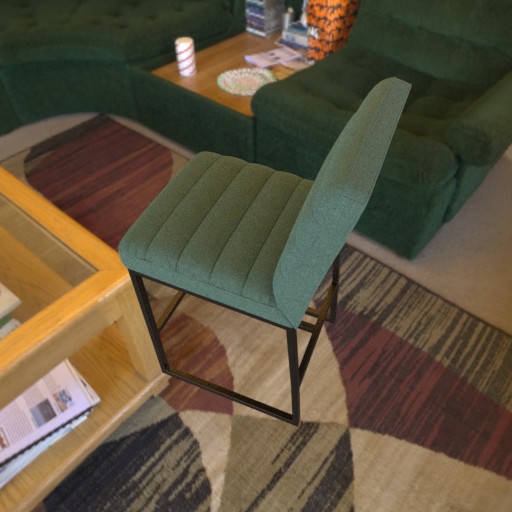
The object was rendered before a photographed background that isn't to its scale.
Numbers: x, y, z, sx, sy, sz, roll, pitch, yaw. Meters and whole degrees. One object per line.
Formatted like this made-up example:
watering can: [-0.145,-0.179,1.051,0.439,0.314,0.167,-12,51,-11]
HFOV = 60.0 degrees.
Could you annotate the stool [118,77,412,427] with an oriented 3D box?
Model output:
stool: [0.000,0.000,1.236,0.560,0.940,0.460,17,49,15]
